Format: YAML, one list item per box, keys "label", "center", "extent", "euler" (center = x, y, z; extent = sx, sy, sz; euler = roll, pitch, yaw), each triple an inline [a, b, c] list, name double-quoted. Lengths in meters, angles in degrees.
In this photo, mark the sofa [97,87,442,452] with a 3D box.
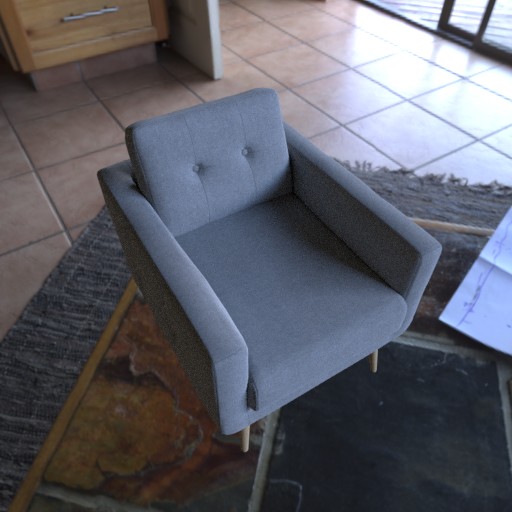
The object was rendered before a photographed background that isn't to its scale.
- label: "sofa"
  center: [0.000, 0.000, 1.543]
  extent: [0.770, 0.860, 0.920]
  euler: [-24, 51, -21]
